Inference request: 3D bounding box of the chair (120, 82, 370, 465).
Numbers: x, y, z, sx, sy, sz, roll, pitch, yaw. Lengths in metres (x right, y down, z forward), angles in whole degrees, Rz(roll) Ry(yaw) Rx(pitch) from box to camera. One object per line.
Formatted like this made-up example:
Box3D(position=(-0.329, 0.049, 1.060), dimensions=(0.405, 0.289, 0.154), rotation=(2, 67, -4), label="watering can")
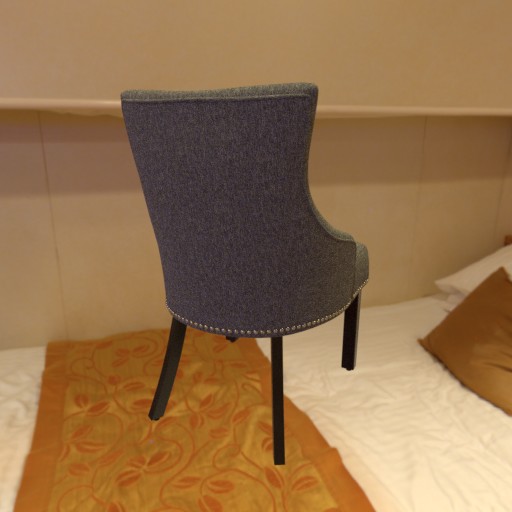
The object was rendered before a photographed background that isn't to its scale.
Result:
Box3D(position=(0.000, 0.000, 1.312), dimensions=(0.566, 0.909, 0.629), rotation=(8, 18, 25), label="chair")
